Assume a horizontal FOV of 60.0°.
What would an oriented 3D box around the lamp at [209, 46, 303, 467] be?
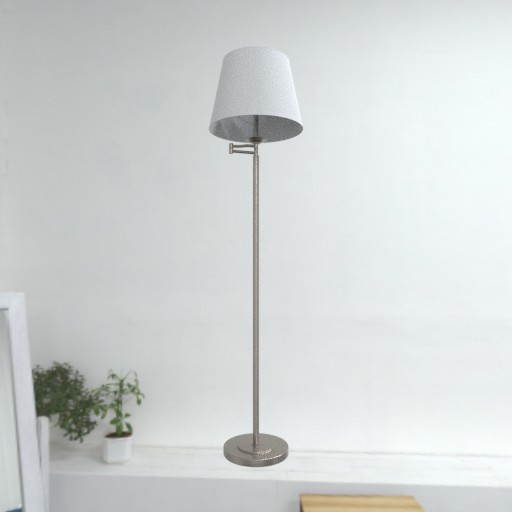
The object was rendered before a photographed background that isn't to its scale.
[{"bbox_3d":[0.000,0.000,1.673,0.355,1.473,0.355,0,-1,0],"label":"lamp"}]
